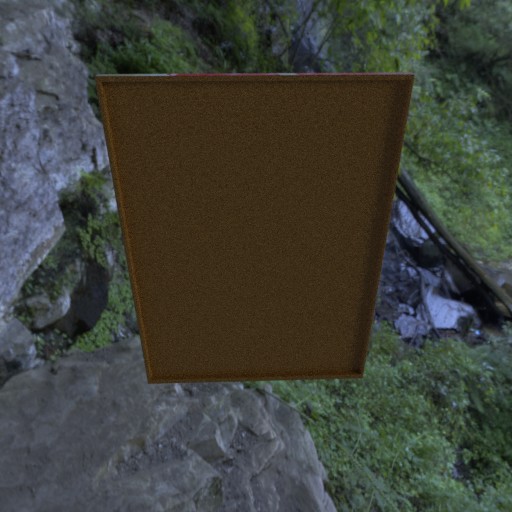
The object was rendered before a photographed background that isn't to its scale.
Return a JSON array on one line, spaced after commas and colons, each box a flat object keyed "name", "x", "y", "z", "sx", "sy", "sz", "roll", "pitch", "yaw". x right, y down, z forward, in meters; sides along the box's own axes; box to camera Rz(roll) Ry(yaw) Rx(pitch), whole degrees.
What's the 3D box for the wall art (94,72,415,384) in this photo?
[{"name": "wall art", "x": 0.000, "y": 0.000, "z": 1.323, "sx": 0.762, "sy": 1.015, "sz": 0.031, "roll": -1, "pitch": 31, "yaw": -2}]
